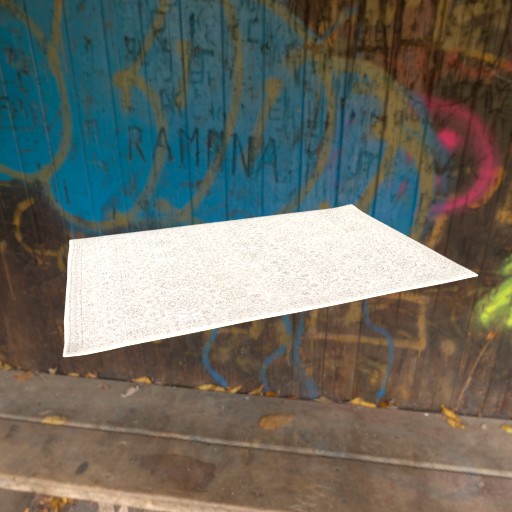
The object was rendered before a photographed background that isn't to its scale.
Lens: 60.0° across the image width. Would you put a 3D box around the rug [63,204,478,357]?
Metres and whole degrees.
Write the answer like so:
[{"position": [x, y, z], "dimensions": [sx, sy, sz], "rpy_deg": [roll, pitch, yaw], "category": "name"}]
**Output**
[{"position": [0.000, 0.000, 2.439], "dimensions": [1.947, 0.023, 1.214], "rpy_deg": [-9, 26, -18], "category": "rug"}]
